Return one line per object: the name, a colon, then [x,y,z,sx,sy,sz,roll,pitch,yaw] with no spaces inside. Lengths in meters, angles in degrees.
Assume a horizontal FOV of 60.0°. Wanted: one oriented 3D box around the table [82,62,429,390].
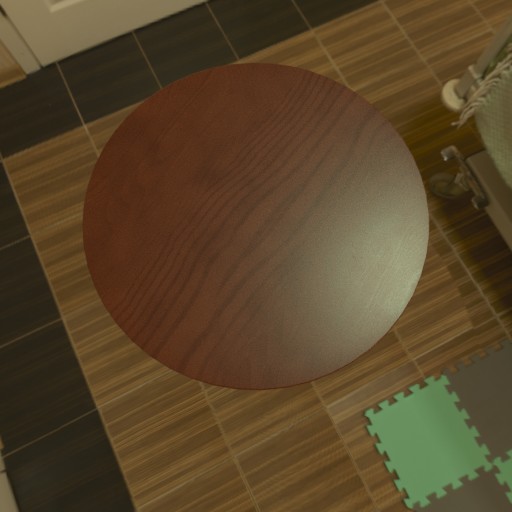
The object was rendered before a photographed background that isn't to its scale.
table: [0.000,0.000,1.058,0.597,0.612,0.597,0,75,0]
